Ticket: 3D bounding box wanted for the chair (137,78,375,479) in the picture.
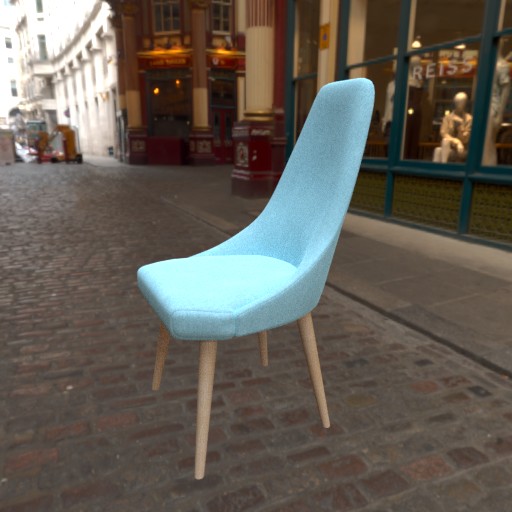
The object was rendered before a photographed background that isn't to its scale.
[{"bbox_3d":[0.000,0.000,1.364,0.660,1.040,0.510,-8,17,-25],"label":"chair"}]
